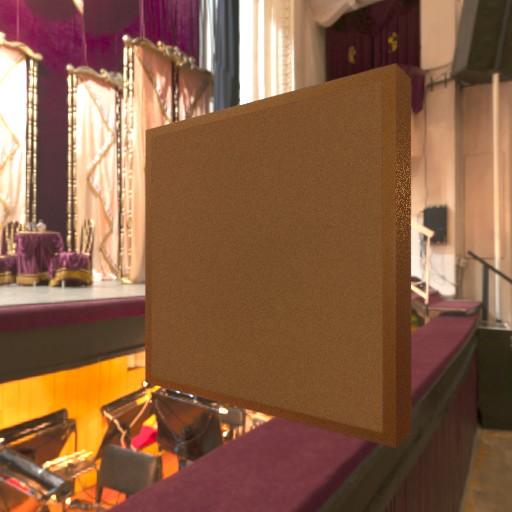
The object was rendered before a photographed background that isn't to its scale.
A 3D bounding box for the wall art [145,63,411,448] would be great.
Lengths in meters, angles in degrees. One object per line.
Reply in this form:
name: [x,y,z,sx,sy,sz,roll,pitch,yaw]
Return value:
wall art: [0.000,0.000,0.458,0.306,0.305,0.038,0,0,37]
